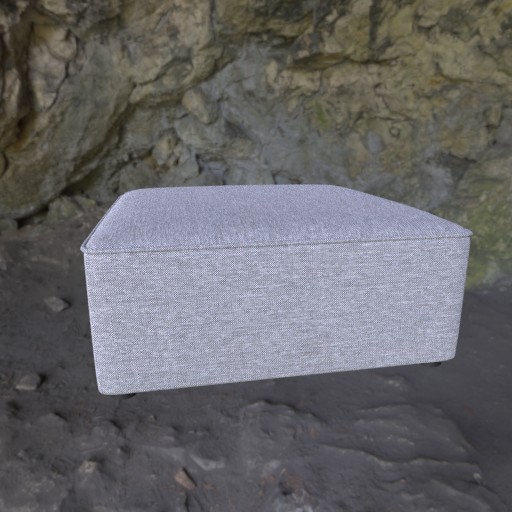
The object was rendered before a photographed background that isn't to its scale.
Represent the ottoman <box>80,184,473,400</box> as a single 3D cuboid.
[{"bbox_3d":[0.000,0.000,1.588,1.005,0.455,1.005,-3,15,-11],"label":"ottoman"}]
